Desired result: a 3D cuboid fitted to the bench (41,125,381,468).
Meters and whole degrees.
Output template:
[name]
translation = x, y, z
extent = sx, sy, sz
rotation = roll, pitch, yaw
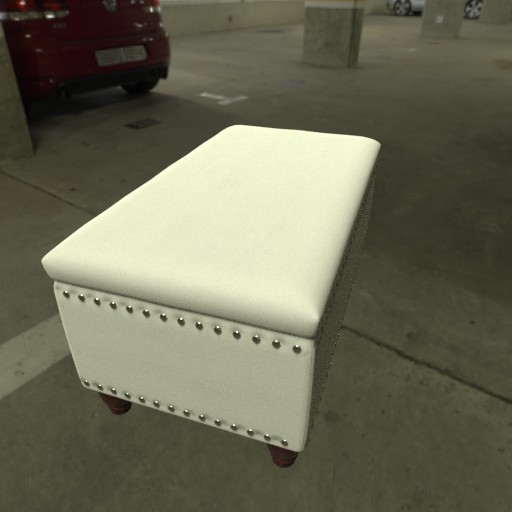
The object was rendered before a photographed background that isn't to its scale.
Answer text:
[bench]
translation = 0.000, 0.000, 1.164
extent = 0.500, 0.449, 0.887
rotation = 10, 33, 16
